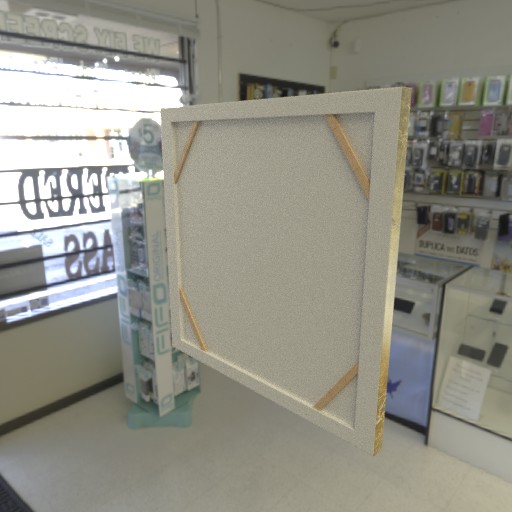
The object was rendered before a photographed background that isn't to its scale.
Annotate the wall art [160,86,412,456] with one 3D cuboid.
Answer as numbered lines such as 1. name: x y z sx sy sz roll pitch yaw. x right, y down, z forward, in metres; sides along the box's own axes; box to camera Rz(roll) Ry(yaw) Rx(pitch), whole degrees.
1. wall art: 0.000 0.000 1.643 1.092 1.091 0.051 14 20 43
